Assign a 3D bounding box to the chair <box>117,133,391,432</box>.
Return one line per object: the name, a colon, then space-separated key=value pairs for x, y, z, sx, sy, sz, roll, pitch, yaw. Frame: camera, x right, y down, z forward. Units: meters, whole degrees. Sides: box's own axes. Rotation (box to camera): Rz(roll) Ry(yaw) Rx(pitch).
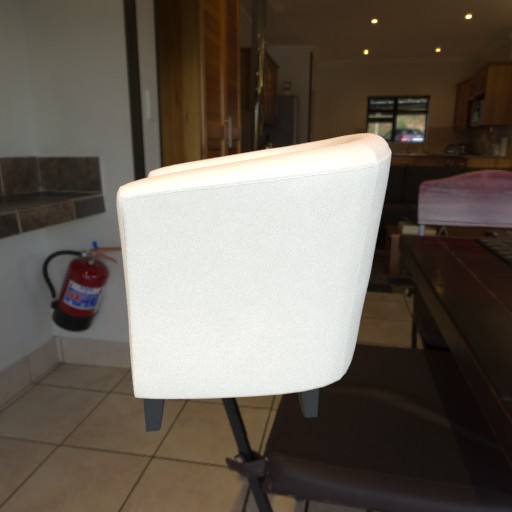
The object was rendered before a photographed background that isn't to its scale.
chair: x=0.000 y=0.000 z=1.414 sx=0.727 sy=0.756 sz=0.792 roll=-2 pitch=13 yaw=-8
